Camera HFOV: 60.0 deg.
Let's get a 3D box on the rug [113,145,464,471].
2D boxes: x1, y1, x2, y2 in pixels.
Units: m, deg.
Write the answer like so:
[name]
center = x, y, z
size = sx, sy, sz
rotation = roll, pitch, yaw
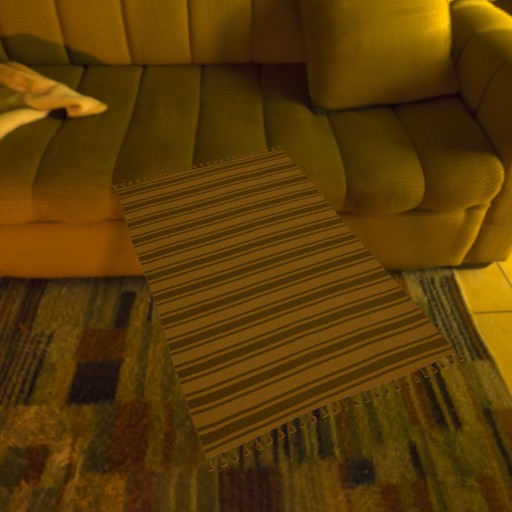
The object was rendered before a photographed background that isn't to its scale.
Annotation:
[rug]
center = 0.000, 0.000, 2.343
size = 1.162, 0.013, 1.875
rotation = -17, 48, -16
